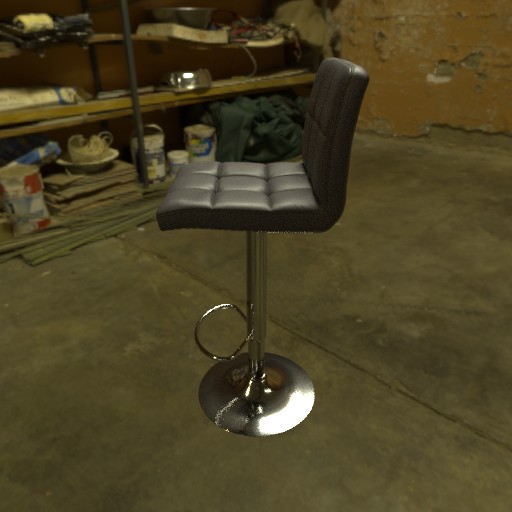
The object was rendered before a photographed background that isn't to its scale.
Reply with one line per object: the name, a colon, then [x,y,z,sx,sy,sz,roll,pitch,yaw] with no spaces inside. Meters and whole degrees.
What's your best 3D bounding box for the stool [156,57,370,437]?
stool: [0.000,0.000,1.378,0.505,1.115,0.430,0,27,-1]
